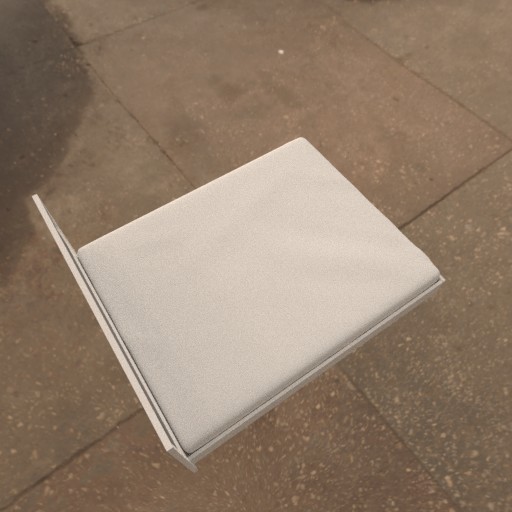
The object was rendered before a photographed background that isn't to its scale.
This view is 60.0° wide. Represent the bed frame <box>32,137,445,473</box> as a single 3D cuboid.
[{"bbox_3d":[0.000,0.000,3.034,2.100,1.001,1.711,-30,64,-17],"label":"bed frame"}]
